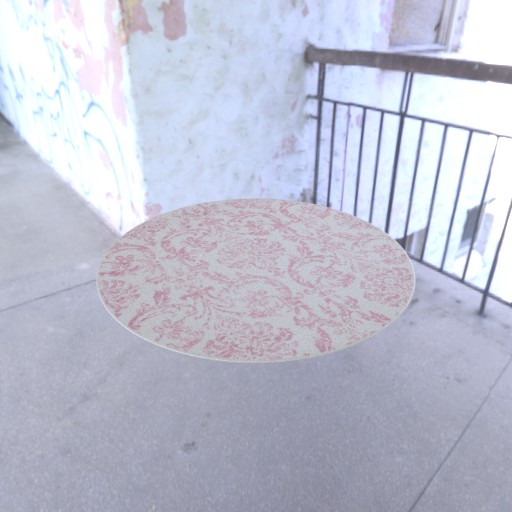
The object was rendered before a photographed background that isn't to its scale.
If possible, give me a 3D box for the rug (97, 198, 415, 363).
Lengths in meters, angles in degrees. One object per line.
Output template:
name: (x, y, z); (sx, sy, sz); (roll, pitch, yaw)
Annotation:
rug: (0.000, 0.000, 2.319); (1.593, 0.012, 1.593); (0, 29, 0)
